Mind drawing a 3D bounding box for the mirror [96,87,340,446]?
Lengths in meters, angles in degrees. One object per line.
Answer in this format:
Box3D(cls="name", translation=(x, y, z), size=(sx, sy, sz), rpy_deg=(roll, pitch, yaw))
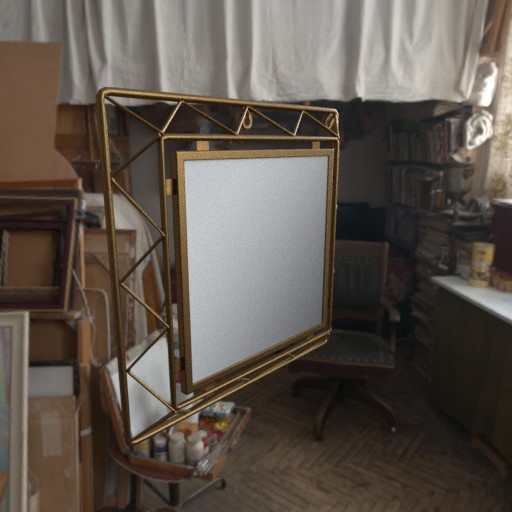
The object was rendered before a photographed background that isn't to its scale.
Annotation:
Box3D(cls="mirror", translation=(0.000, 0.000, 0.617), size=(0.046, 0.414, 0.416), rpy_deg=(13, 19, 43))
